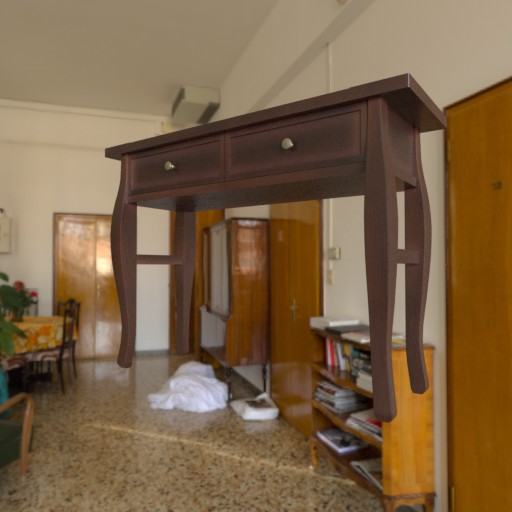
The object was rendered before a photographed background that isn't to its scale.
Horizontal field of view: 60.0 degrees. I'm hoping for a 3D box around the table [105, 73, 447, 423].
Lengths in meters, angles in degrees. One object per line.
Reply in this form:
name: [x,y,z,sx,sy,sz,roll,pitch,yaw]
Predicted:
table: [0.000,0.000,1.398,1.062,0.768,0.373,-1,-2,35]
